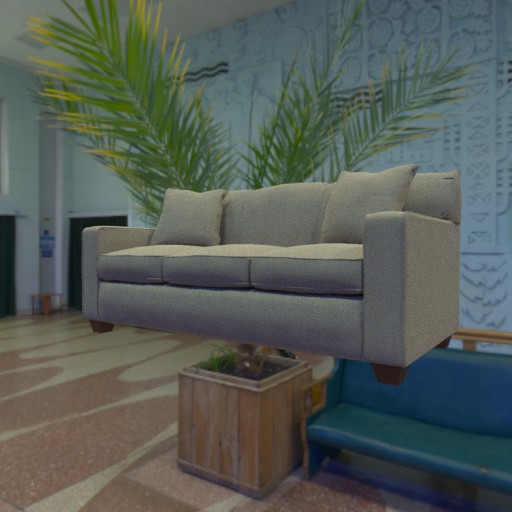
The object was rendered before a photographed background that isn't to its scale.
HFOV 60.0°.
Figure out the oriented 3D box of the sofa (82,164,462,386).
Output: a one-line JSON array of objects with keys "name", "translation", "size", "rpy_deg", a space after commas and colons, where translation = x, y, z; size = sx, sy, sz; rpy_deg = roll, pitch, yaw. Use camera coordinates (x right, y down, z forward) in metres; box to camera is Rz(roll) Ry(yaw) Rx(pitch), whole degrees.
[{"name": "sofa", "translation": [0.000, 0.000, 2.551], "size": [2.024, 0.958, 0.997], "rpy_deg": [1, 1, 35]}]
